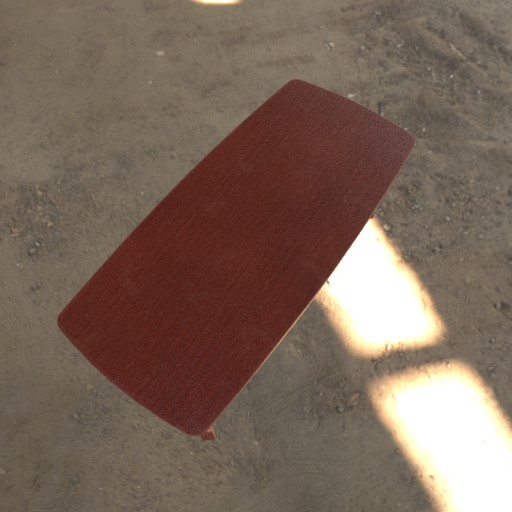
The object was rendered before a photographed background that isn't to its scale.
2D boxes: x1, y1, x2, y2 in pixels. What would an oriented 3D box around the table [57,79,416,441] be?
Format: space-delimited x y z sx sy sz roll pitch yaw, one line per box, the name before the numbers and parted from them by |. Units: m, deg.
table | 0.000 0.000 1.553 0.561 0.473 1.216 33 67 16
